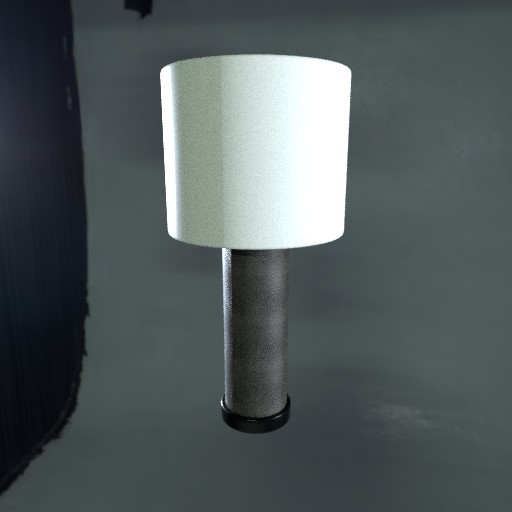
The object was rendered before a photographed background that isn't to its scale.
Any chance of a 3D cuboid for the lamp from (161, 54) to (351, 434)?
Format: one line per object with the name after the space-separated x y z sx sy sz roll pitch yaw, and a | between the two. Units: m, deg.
0.000 0.000 0.797 0.305 0.634 0.305 2 14 8 | lamp
